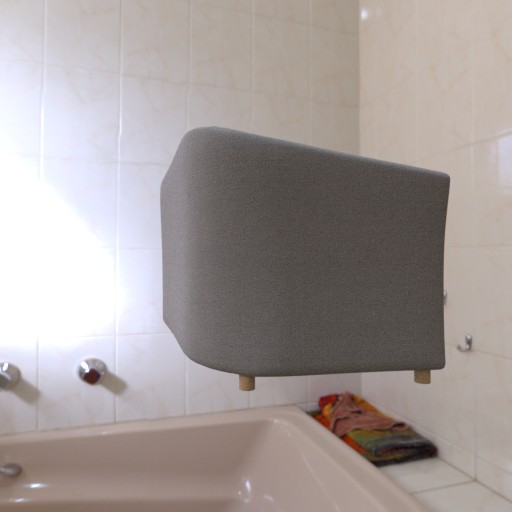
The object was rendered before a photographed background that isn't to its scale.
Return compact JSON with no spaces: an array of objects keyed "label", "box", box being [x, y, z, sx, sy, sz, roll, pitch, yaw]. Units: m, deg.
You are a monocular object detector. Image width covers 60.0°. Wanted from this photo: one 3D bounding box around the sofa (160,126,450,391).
[{"label":"sofa","box":[0.000,0.000,1.804,0.705,0.721,1.452,0,-1,-16]}]
